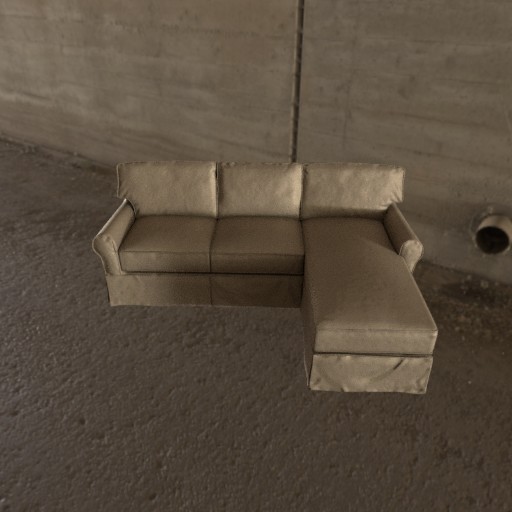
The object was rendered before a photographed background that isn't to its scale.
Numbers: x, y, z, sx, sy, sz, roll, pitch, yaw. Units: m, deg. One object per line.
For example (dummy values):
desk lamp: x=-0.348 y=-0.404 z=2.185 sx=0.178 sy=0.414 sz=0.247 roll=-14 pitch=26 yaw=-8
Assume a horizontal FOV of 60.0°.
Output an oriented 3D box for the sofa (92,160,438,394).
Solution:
sofa: x=0.000 y=0.000 z=3.329 sx=2.475 sy=0.978 sz=1.733 roll=1 pitch=31 yaw=2
